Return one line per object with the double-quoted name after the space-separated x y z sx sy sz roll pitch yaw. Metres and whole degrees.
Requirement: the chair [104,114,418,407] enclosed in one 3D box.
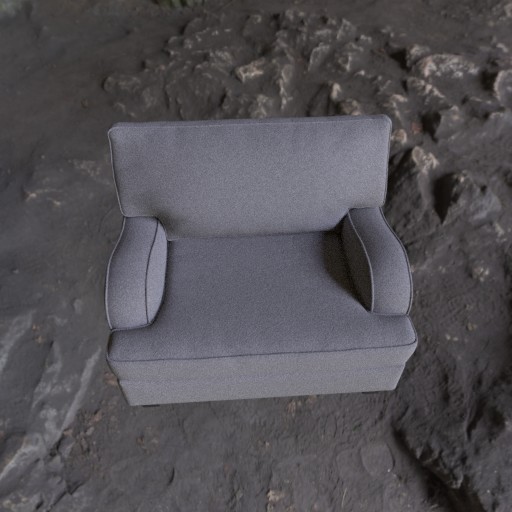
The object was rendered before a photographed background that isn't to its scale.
0.000 0.000 1.996 1.220 1.016 1.040 -3 46 -3 "chair"
